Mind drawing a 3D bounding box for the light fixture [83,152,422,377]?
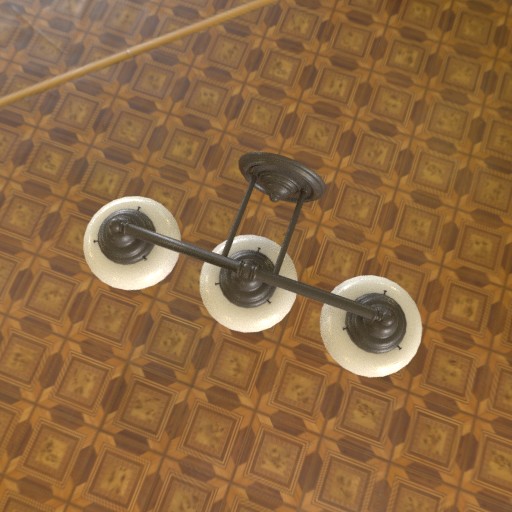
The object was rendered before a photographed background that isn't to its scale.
[{"bbox_3d":[0.000,0.000,0.707,0.587,0.242,0.239,19,76,5],"label":"light fixture"}]
